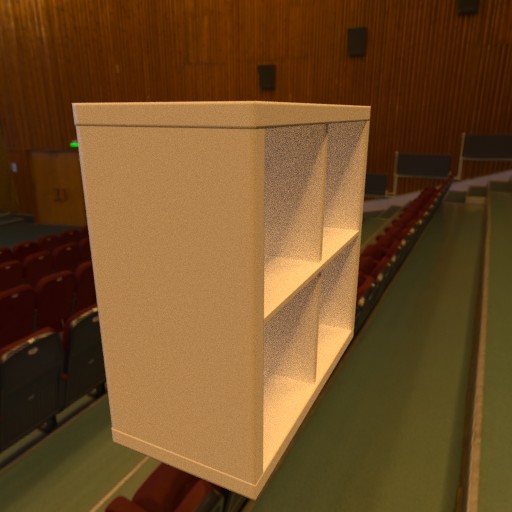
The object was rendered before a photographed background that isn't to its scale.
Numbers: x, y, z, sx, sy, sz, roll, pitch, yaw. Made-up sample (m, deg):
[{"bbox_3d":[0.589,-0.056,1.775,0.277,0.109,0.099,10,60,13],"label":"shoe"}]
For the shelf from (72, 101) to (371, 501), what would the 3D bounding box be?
[{"bbox_3d":[0.000,0.000,1.220,0.390,0.786,0.790,9,20,25],"label":"shelf"}]
